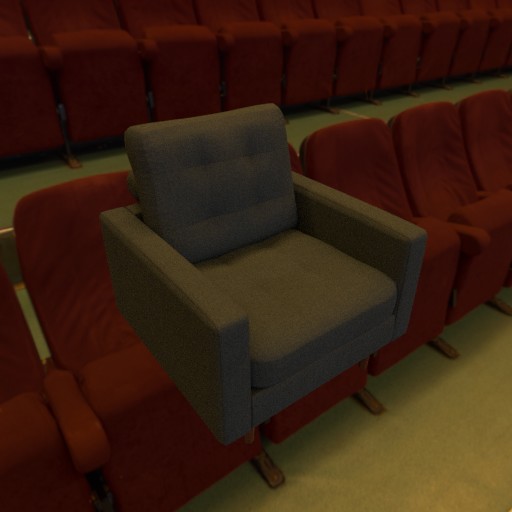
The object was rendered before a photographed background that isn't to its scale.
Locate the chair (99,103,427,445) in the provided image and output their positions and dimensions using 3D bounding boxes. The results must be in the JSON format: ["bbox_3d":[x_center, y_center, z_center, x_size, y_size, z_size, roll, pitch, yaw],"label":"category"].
[{"bbox_3d":[0.000,0.000,1.559,0.821,0.880,0.843,-21,37,-31],"label":"chair"}]
